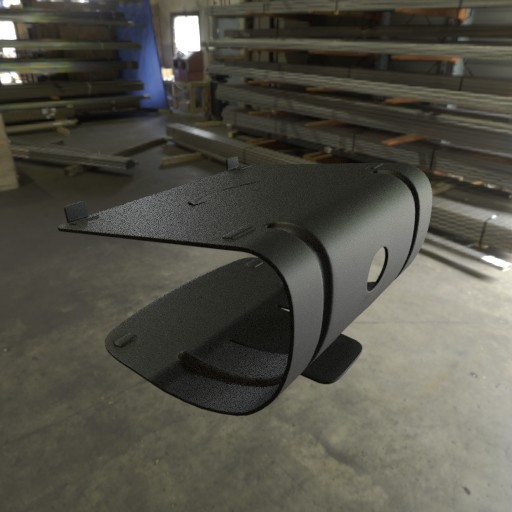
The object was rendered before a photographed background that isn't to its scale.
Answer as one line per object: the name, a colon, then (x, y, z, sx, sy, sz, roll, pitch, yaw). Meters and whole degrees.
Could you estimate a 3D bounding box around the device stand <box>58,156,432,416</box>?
device stand: (0.000, 0.000, 0.414, 0.236, 0.155, 0.256, 19, 32, 33)
